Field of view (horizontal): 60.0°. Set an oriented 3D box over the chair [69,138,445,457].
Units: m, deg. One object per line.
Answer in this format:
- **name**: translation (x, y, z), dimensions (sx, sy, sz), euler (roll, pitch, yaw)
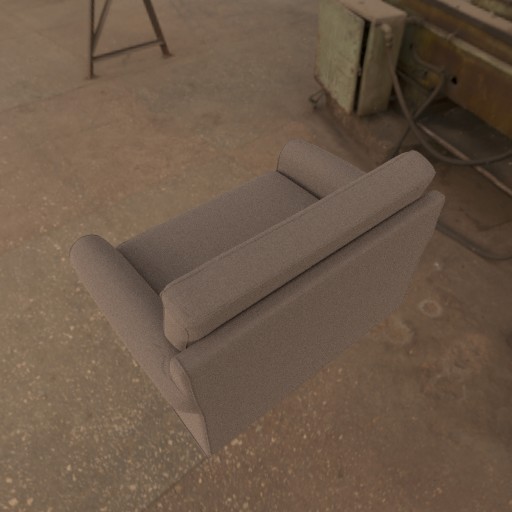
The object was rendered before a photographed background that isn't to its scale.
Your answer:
- **chair**: translation (0.000, 0.000, 2.012), dimensions (1.390, 0.930, 0.930), euler (-30, 53, -26)
